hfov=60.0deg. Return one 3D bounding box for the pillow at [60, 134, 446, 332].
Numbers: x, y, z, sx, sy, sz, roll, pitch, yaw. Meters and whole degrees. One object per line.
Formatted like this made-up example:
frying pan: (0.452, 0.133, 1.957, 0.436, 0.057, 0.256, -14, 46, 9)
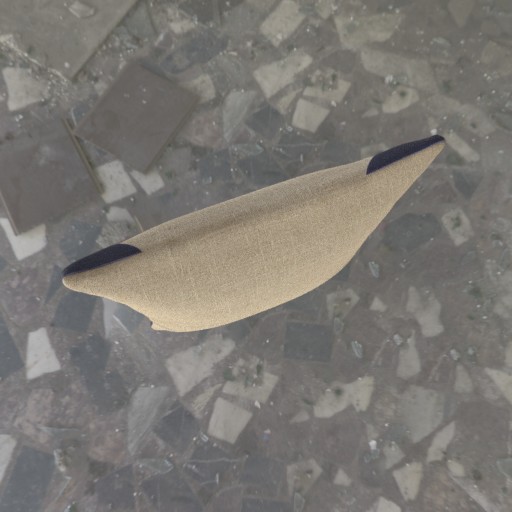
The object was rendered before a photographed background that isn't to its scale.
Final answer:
pillow: (0.000, 0.000, 0.674, 0.440, 0.441, 0.147, -22, 76, -6)
